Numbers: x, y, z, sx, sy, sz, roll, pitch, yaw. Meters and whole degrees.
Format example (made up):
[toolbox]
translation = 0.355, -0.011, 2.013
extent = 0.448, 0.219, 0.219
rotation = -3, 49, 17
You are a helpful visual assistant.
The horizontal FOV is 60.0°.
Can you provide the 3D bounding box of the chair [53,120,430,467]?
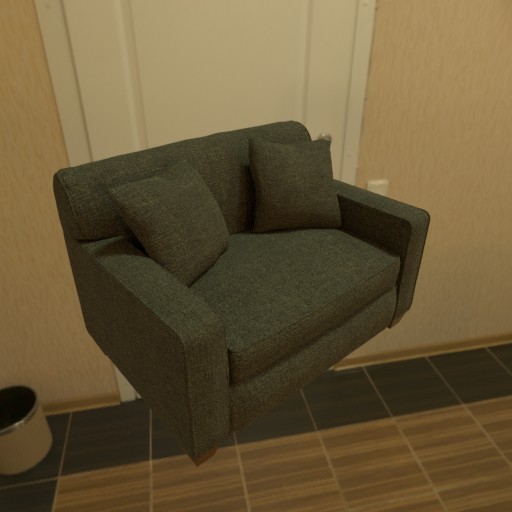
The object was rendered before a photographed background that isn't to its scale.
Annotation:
[chair]
translation = 0.000, 0.000, 2.059
extent = 1.383, 0.948, 1.000
rotation = -23, 37, -35
